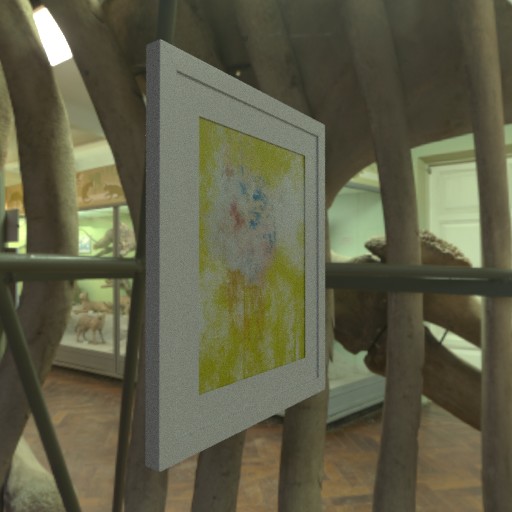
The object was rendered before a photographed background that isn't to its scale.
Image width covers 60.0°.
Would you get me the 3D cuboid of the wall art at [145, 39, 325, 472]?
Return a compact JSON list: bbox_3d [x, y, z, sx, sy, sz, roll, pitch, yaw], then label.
[{"bbox_3d":[0.000,0.000,0.758,0.028,0.556,0.454,0,-1,36],"label":"wall art"}]
